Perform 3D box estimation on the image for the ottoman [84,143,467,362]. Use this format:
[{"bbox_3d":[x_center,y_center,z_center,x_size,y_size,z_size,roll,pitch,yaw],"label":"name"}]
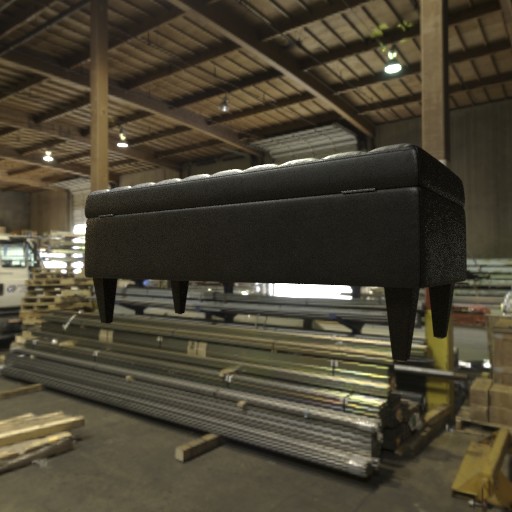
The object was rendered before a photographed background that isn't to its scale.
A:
[{"bbox_3d":[0.000,0.000,1.405,1.151,0.469,0.482,-1,-1,35],"label":"ottoman"}]
